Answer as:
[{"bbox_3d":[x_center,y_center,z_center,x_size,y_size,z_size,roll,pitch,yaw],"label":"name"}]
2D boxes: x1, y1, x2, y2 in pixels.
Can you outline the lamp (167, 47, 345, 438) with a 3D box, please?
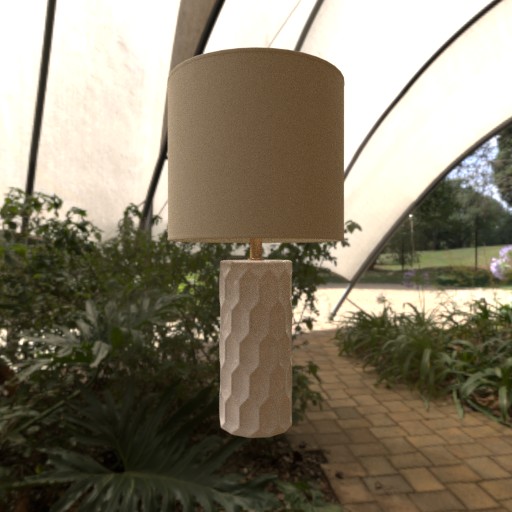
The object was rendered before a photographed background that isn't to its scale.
[{"bbox_3d":[0.000,0.000,0.707,0.277,0.537,0.277,0,1,-36],"label":"lamp"}]
